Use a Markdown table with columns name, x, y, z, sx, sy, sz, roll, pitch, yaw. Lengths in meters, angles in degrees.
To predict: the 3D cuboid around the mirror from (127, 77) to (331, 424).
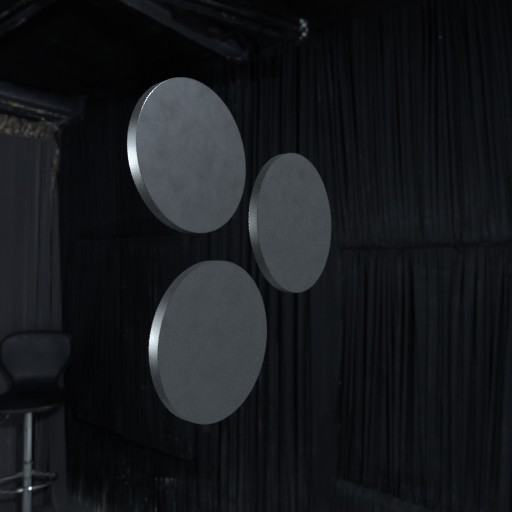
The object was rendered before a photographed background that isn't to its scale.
| name | x | y | z | sx | sy | sz | roll | pitch | yaw |
| --- | --- | --- | --- | --- | --- | --- | --- | --- | --- |
| mirror | 0.000 | 0.000 | 3.181 | 0.076 | 2.096 | 2.160 | 0 | 0 | 37 |
